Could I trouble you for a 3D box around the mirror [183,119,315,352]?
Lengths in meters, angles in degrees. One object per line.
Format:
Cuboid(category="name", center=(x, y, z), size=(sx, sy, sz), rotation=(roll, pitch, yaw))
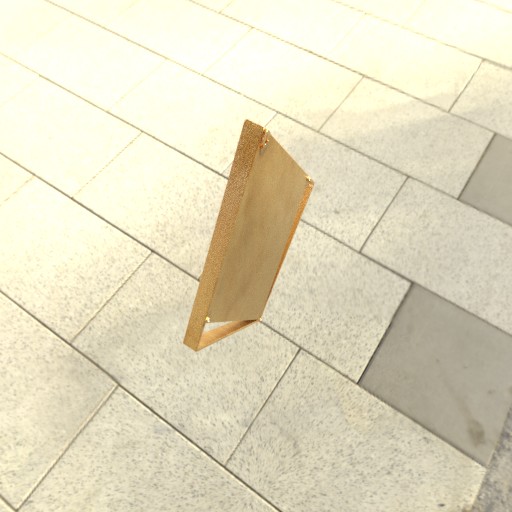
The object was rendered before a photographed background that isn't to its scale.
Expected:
Cuboid(category="mirror", center=(0.000, 0.000, 0.836), size=(0.032, 0.679, 0.419), rotation=(29, 66, 15))
